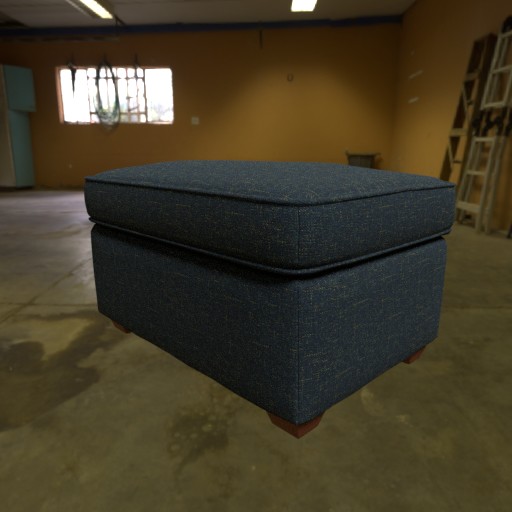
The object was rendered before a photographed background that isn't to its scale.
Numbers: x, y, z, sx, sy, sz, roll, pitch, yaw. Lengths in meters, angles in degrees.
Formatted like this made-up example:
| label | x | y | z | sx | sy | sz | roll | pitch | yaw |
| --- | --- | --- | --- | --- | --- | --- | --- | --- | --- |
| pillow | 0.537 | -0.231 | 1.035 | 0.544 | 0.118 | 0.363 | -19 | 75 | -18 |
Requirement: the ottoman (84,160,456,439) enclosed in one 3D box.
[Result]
| label | x | y | z | sx | sy | sz | roll | pitch | yaw |
| --- | --- | --- | --- | --- | --- | --- | --- | --- | --- |
| ottoman | 0.000 | 0.000 | 1.076 | 0.549 | 0.450 | 0.749 | -13 | 19 | -42 |
